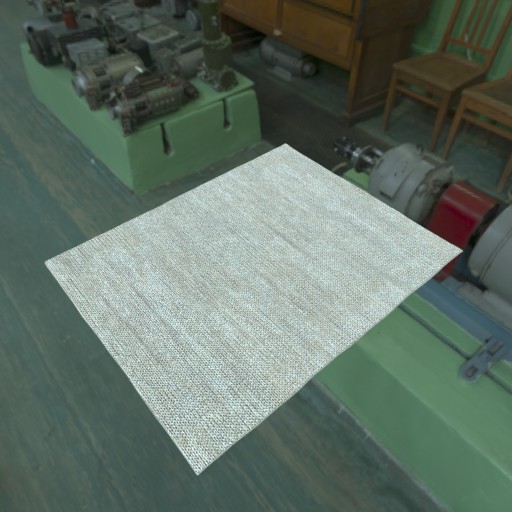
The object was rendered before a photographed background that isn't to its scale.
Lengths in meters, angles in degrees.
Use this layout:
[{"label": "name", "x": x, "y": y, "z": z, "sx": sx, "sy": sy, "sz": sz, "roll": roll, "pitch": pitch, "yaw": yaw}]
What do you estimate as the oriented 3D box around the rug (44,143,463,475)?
[{"label": "rug", "x": 0.000, "y": 0.000, "z": 4.106, "sx": 3.052, "sy": 0.030, "sz": 2.429, "roll": -32, "pitch": 54, "yaw": -27}]
